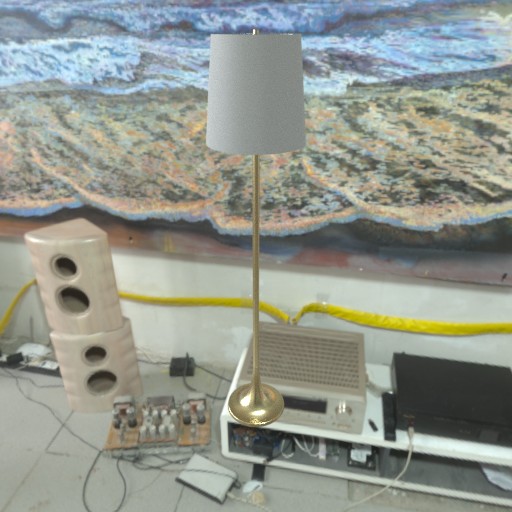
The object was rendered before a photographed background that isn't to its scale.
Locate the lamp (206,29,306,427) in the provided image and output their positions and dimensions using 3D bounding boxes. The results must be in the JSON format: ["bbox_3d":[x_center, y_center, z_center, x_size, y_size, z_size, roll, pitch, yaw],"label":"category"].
[{"bbox_3d":[0.000,0.000,1.697,0.337,1.543,0.337,0,27,0],"label":"lamp"}]
